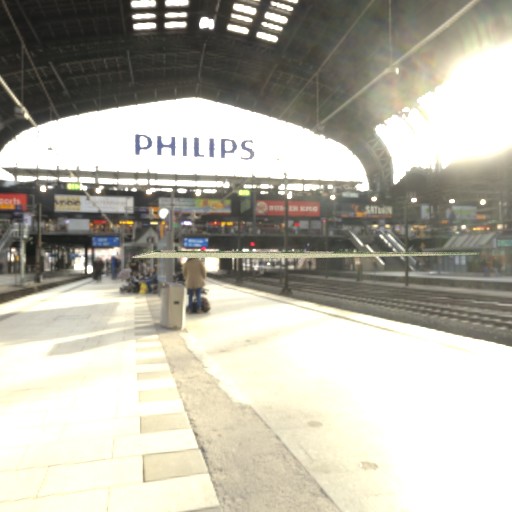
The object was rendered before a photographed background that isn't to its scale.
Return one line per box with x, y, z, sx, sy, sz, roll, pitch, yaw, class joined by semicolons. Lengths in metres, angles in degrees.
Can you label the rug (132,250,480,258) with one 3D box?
0.000;0.000;2.373;1.220;0.006;1.826;0;-1;-18;rug
